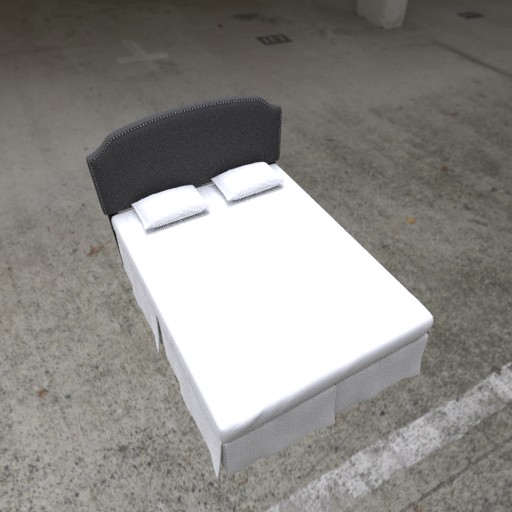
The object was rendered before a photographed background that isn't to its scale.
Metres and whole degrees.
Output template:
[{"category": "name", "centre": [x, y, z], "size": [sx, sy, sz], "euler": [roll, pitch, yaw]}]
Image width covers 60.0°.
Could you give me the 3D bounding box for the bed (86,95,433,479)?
[{"category": "bed", "centre": [0.000, 0.000, 2.952], "size": [1.558, 1.270, 1.999], "euler": [-22, 50, -20]}]
